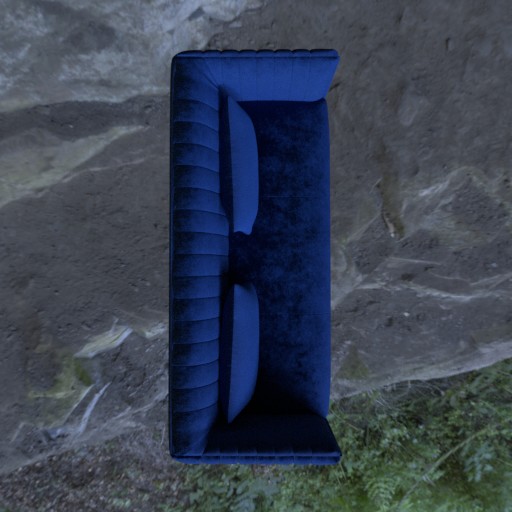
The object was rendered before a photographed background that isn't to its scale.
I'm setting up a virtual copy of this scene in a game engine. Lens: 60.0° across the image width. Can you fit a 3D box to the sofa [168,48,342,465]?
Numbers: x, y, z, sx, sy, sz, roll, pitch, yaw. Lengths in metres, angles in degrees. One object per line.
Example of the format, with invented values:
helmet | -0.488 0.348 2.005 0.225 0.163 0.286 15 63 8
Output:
sofa | 0.000 0.000 2.562 0.896 0.793 2.136 0 88 0
